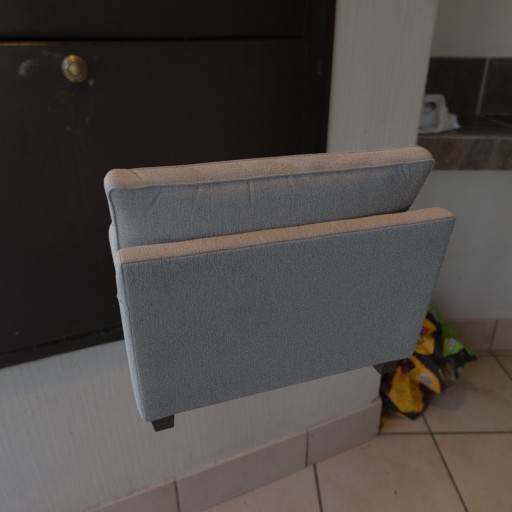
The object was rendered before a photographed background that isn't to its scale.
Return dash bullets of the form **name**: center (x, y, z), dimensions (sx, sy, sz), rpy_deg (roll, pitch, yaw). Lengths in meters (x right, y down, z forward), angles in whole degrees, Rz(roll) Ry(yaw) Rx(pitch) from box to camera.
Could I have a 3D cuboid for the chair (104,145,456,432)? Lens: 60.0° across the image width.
- **chair**: center (0.000, 0.000, 1.988), dimensions (1.220, 1.016, 1.041), rpy_deg (-8, 27, -17)
